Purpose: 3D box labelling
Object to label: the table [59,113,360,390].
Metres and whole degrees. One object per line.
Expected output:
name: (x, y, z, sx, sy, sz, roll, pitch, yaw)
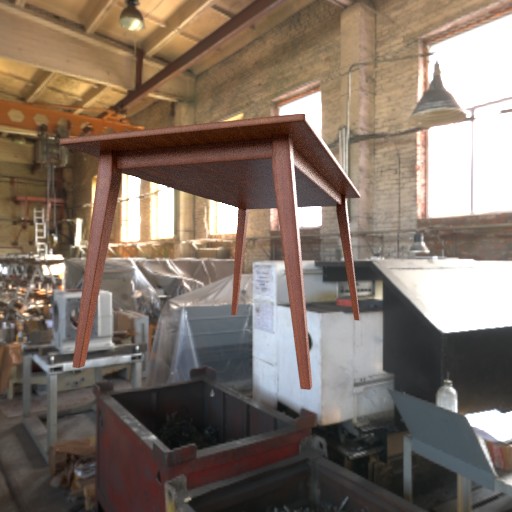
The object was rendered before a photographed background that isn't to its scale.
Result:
table: (0.000, 0.000, 2.067, 0.811, 0.755, 1.609, 0, 0, 18)
